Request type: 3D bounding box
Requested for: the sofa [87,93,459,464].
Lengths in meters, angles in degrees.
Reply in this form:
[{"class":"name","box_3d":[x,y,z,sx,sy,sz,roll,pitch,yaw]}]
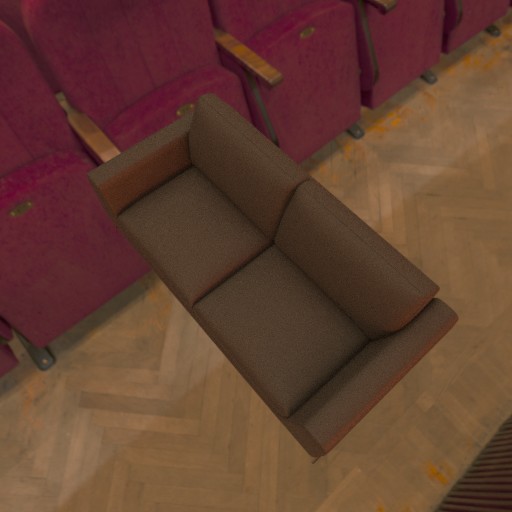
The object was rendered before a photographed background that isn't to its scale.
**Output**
[{"class":"sofa","box_3d":[0.000,0.000,2.547,0.953,0.875,2.017,-37,68,-18]}]
